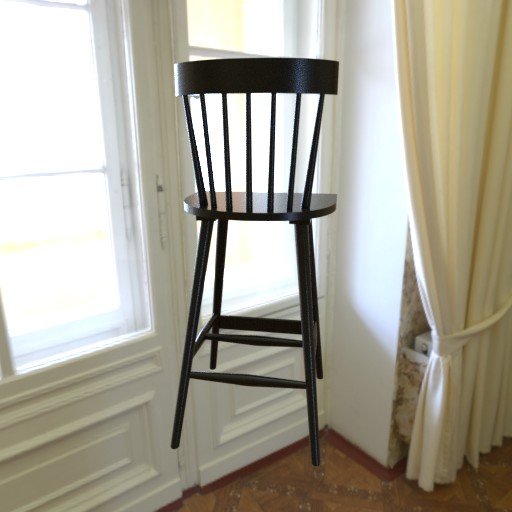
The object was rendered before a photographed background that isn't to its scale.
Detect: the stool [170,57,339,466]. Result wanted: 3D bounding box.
[{"bbox_3d":[0.000,0.000,1.369,0.482,1.092,0.483,3,17,9],"label":"stool"}]
